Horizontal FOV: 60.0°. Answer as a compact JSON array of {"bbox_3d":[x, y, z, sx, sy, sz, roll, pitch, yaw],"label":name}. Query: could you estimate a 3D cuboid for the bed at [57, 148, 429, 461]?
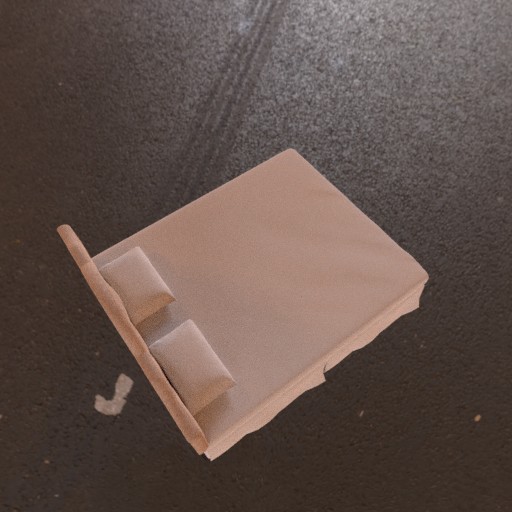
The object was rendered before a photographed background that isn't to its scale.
[{"bbox_3d":[0.000,0.000,2.977,1.970,1.194,1.667,-32,64,-18],"label":"bed"}]
